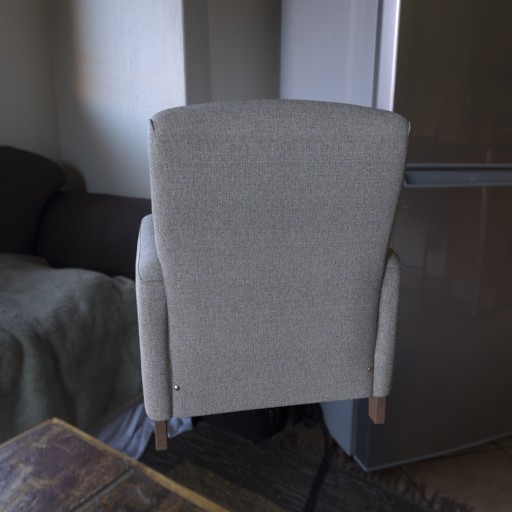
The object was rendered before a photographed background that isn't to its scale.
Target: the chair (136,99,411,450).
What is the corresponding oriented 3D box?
[{"bbox_3d":[0.000,0.000,1.616,0.848,1.014,0.864,-3,15,-10],"label":"chair"}]
